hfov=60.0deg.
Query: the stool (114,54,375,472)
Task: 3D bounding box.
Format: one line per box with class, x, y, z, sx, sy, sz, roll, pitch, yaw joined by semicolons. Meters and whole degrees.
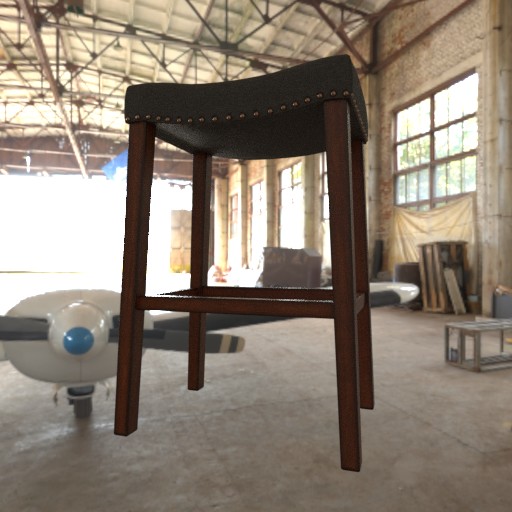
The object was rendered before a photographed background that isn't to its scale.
stool;0.000;0.000;1.016;0.502;0.748;0.366;0;0;19
